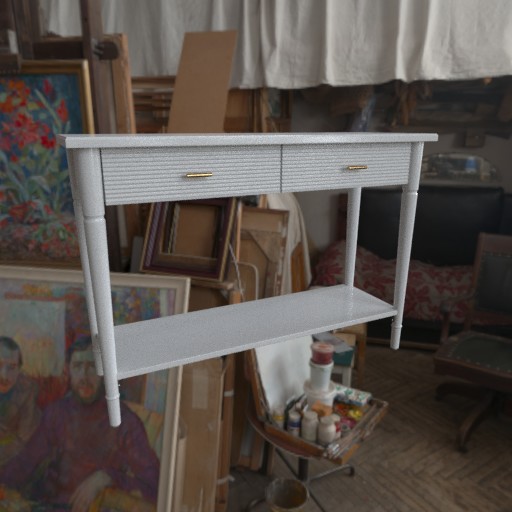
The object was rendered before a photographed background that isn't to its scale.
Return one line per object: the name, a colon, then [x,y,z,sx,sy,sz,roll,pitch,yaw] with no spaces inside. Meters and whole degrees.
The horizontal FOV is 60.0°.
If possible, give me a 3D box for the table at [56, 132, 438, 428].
table: [0.000,0.000,1.412,1.067,0.749,0.381,-8,18,-25]
